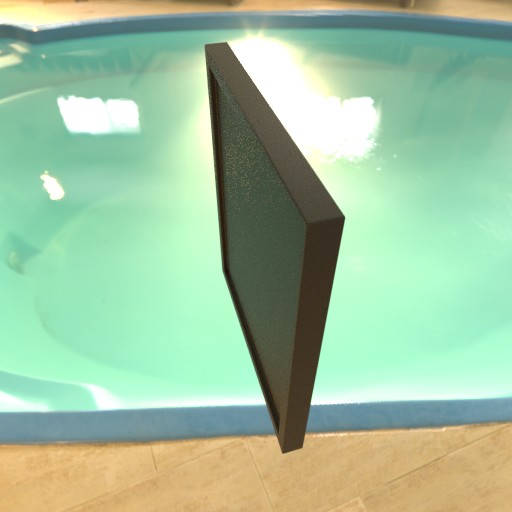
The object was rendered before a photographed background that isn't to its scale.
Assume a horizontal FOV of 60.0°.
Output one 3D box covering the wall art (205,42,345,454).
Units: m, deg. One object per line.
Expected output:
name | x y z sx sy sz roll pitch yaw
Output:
wall art | 0.000 0.000 0.535 0.028 0.381 0.328 -12 46 -11
